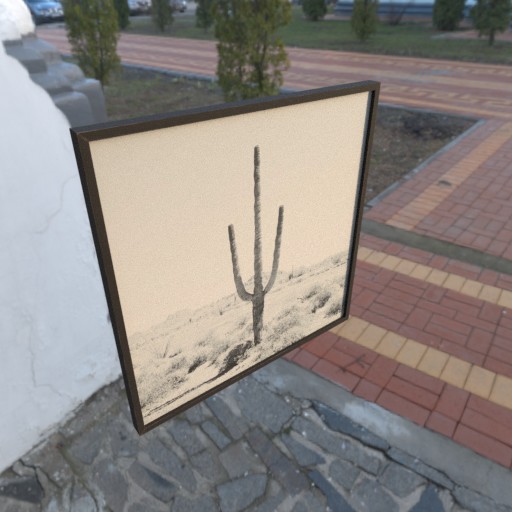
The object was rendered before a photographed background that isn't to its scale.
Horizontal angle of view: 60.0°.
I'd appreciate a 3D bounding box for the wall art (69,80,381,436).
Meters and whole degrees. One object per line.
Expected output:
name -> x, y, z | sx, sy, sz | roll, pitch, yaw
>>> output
wall art -> 0.000, 0.000, 1.127 | 0.762, 0.762, 0.038 | -21, 37, -31
